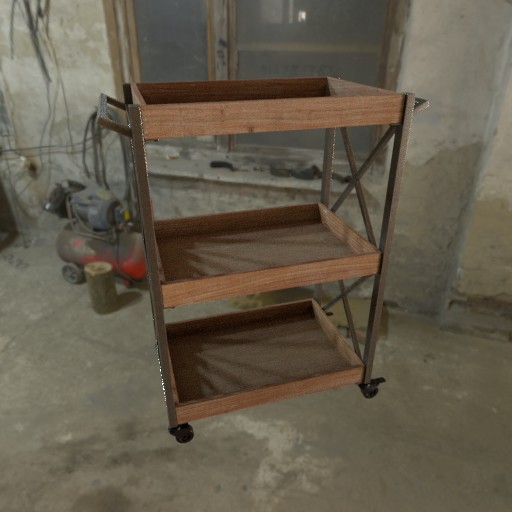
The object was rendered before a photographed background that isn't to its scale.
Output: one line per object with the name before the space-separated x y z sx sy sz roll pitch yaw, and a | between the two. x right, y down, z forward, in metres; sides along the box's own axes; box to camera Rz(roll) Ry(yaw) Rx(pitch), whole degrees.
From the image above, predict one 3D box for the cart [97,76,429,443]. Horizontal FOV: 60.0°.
cart | 0.000 0.000 1.169 0.673 0.835 0.377 -8 29 -15
